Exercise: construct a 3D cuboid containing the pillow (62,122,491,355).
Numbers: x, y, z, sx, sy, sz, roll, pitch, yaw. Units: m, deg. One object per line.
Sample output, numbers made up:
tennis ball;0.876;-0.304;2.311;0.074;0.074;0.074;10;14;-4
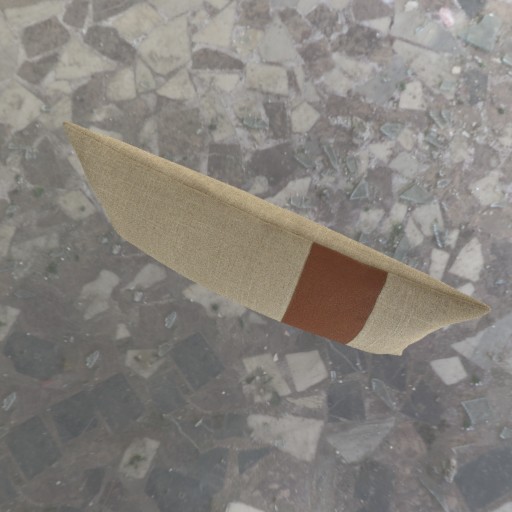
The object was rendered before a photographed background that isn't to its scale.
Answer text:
pillow;0.000;0.000;0.705;0.612;0.282;0.155;24;76;7
